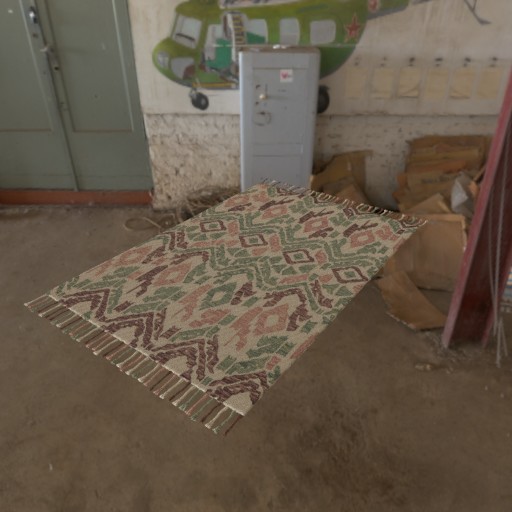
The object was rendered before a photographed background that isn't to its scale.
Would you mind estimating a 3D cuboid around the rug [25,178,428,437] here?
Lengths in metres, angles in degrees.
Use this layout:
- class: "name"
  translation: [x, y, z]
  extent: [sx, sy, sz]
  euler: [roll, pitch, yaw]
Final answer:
- class: "rug"
  translation: [0.000, 0.000, 2.965]
  extent: [1.524, 0.011, 2.438]
  euler: [21, 37, 31]
